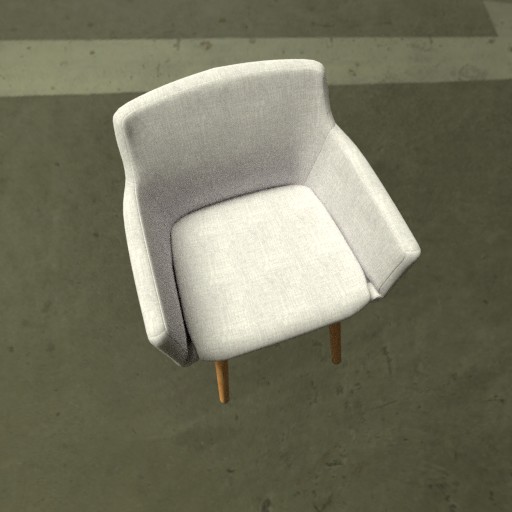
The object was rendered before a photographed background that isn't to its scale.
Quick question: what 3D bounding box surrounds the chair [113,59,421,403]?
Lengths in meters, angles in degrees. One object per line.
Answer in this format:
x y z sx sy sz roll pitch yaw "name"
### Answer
0.000 0.000 1.163 0.570 0.780 0.540 -17 65 -8 "chair"
